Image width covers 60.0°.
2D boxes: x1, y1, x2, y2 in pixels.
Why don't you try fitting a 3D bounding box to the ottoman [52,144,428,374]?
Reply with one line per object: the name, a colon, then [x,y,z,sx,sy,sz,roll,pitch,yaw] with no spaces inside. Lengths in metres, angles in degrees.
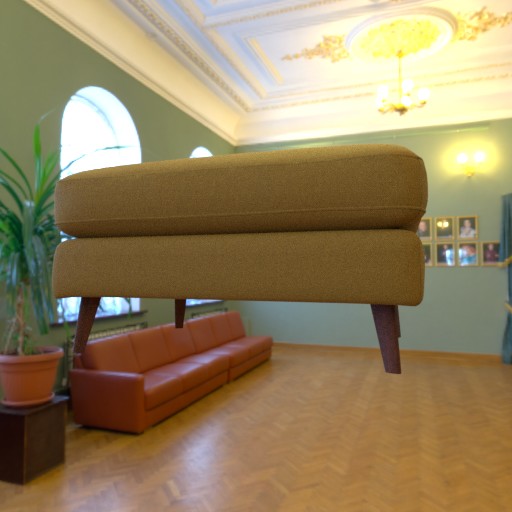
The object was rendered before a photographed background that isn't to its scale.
ottoman: [0.000,0.000,1.141,0.811,0.449,0.608,-1,-3,18]
